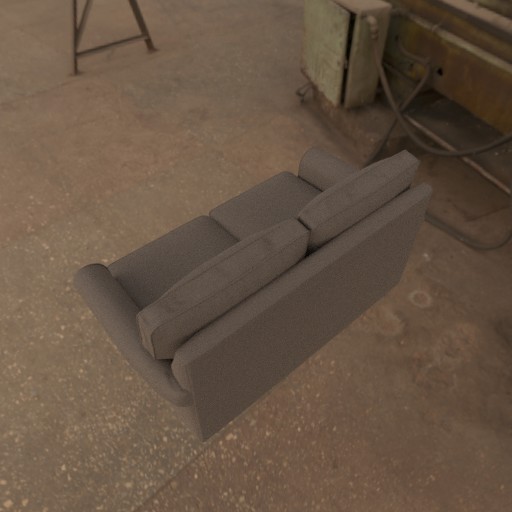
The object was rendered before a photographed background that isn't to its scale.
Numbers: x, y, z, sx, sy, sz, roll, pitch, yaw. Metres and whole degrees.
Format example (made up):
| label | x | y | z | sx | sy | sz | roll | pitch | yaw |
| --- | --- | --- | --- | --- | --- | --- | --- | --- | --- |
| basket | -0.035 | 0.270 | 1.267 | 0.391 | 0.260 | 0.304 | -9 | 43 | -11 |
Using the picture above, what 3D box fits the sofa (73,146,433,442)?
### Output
| label | x | y | z | sx | sy | sz | roll | pitch | yaw |
| --- | --- | --- | --- | --- | --- | --- | --- | --- | --- |
| sofa | 0.000 | 0.000 | 2.309 | 1.665 | 0.937 | 0.964 | -32 | 55 | -26 |
